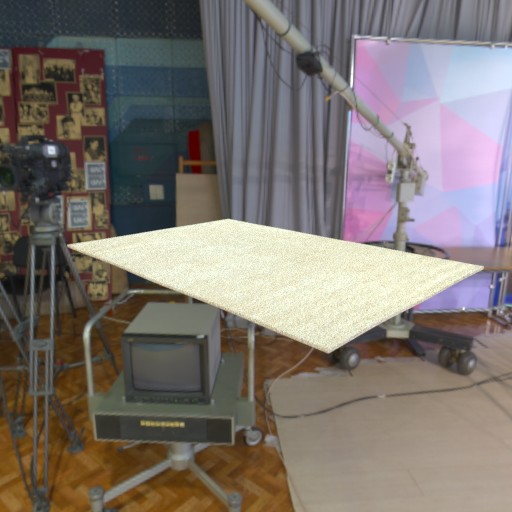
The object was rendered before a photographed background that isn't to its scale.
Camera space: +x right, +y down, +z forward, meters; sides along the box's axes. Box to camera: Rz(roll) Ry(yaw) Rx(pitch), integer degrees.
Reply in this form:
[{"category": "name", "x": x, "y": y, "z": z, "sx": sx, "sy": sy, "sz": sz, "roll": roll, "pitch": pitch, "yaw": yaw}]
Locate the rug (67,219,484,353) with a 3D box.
[{"category": "rug", "x": 0.000, "y": 0.000, "z": 3.407, "sx": 1.800, "sy": 0.025, "sz": 2.699, "roll": -14, "pitch": 20, "yaw": -43}]
